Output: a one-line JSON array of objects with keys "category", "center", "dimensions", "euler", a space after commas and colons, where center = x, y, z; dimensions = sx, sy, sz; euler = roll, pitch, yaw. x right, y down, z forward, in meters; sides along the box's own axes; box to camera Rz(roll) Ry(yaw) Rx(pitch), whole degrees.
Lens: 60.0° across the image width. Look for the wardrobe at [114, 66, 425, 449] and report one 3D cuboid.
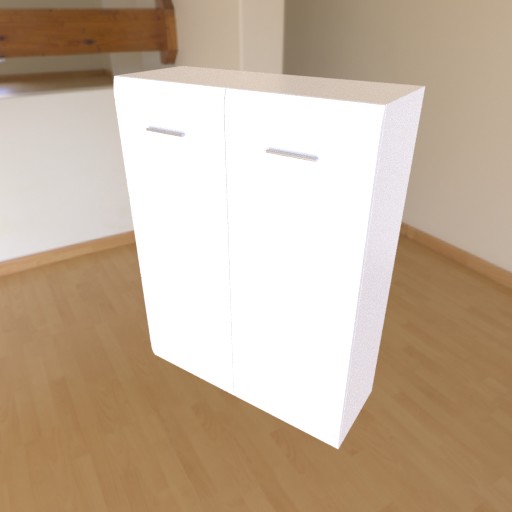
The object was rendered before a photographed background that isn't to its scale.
[{"category": "wardrobe", "center": [0.000, 0.000, 1.620], "dimensions": [0.900, 1.200, 0.360], "euler": [18, 34, 29]}]
